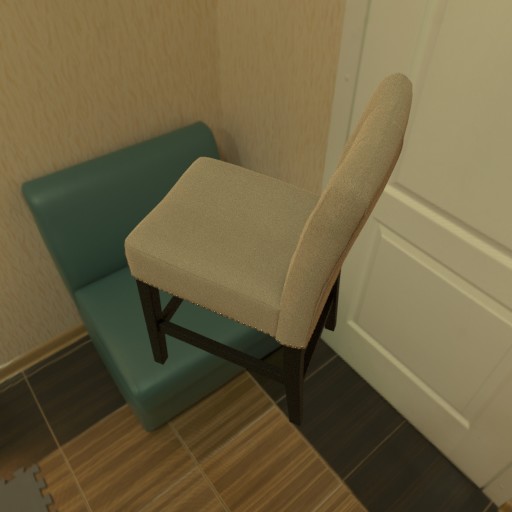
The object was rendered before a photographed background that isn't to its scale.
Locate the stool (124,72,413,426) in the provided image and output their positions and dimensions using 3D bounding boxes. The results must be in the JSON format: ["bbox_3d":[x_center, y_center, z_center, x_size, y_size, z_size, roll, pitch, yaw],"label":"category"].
[{"bbox_3d":[0.000,0.000,1.157,0.571,0.885,0.427,17,48,15],"label":"stool"}]
